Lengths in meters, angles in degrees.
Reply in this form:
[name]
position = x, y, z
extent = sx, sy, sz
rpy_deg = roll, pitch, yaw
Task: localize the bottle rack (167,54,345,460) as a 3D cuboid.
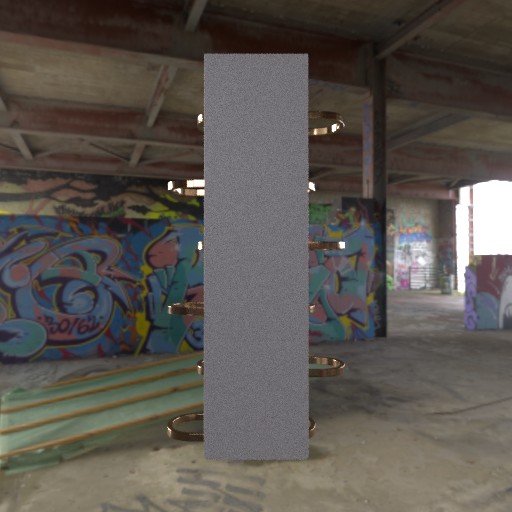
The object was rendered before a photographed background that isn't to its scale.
[bottle rack]
position = 0.000, 0.000, 0.833
extent = 0.332, 0.709, 0.118
rpy_deg = 0, -1, 0
